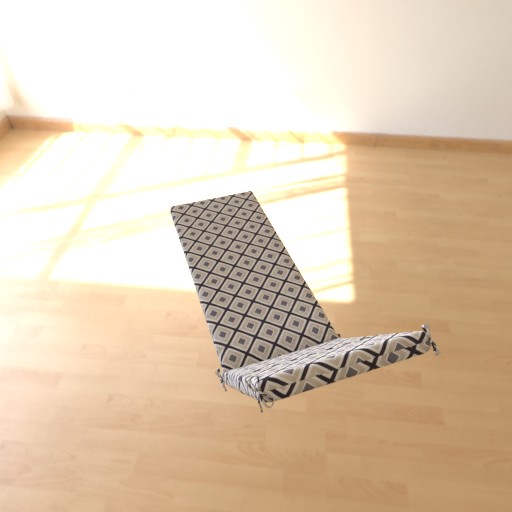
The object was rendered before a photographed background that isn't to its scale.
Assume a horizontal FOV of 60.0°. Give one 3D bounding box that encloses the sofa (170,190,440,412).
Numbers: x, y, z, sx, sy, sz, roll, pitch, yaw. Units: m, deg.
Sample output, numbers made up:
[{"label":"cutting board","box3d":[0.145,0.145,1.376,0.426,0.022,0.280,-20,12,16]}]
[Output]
[{"label":"sofa","box3d":[0.000,0.000,1.940,0.582,0.622,1.663,-13,44,-14]}]
